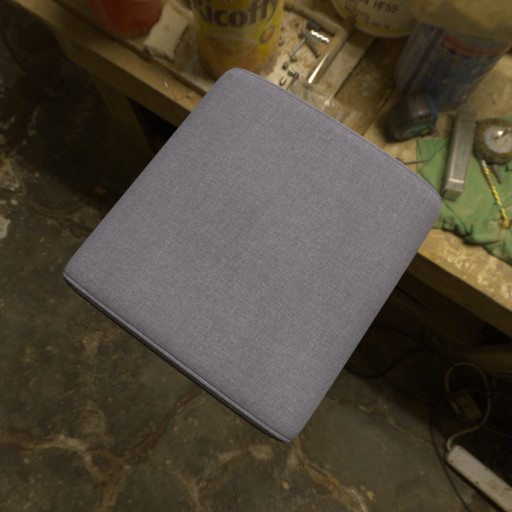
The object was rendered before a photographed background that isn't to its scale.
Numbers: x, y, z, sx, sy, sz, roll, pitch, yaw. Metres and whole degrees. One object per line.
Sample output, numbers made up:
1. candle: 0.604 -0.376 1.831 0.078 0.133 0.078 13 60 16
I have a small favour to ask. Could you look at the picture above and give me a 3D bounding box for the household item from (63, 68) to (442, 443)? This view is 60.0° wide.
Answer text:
1. household item: 0.000 0.000 0.921 0.530 0.410 0.530 35 79 7
